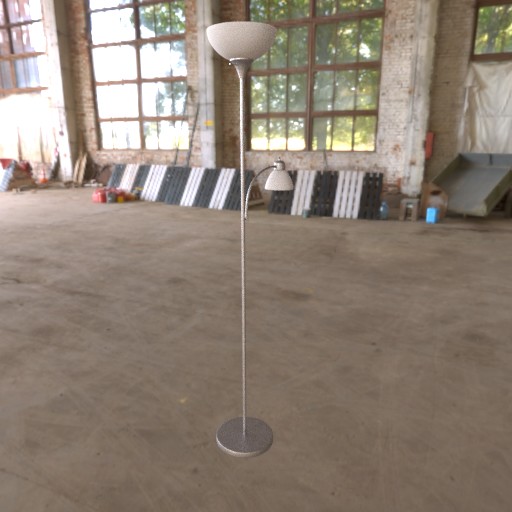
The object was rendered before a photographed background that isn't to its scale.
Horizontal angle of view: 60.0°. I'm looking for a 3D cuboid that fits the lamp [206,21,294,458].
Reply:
[{"bbox_3d":[0.000,0.000,1.971,0.279,1.804,0.425,14,20,43],"label":"lamp"}]
